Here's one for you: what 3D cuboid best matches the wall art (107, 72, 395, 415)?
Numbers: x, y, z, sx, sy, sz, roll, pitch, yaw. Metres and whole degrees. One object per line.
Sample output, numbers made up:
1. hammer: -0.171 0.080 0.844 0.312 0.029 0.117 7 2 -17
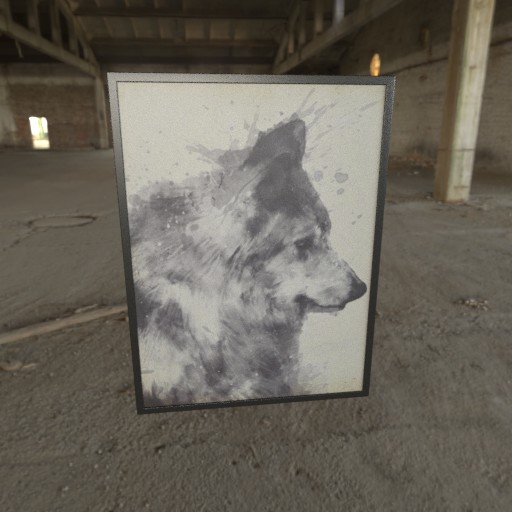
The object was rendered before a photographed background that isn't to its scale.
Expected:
1. wall art: 0.000 0.000 1.394 0.804 1.061 0.039 -2 17 -7
